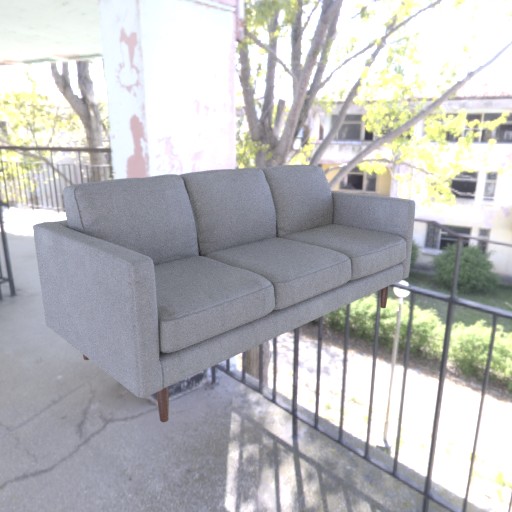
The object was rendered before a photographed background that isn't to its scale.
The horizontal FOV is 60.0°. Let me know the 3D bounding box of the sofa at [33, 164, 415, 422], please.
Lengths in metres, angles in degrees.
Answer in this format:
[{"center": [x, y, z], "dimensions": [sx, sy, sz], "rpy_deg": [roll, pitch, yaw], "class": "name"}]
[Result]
[{"center": [0.000, 0.000, 2.462], "dimensions": [1.983, 0.918, 0.944], "rpy_deg": [-15, 21, -43], "class": "sofa"}]
